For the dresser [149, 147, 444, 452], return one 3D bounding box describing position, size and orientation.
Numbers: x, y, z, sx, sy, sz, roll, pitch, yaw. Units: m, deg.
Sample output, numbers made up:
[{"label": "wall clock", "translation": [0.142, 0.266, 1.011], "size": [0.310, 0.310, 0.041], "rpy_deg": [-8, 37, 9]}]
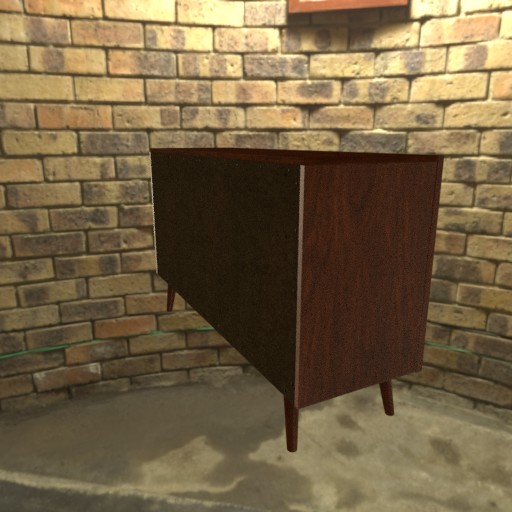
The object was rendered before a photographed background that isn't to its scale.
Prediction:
[{"label": "dresser", "translation": [0.000, 0.000, 1.919], "size": [0.500, 0.889, 1.472], "rpy_deg": [-8, 16, -26]}]
